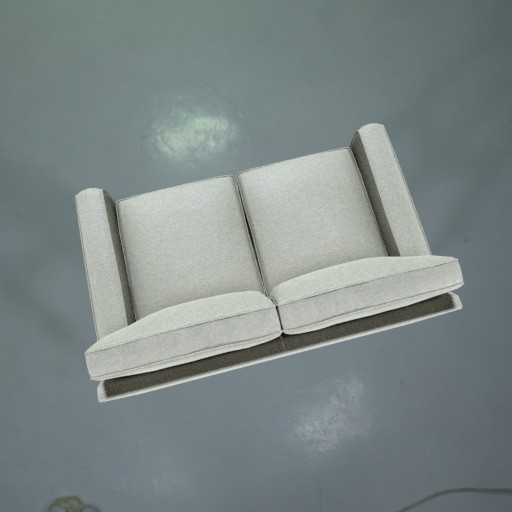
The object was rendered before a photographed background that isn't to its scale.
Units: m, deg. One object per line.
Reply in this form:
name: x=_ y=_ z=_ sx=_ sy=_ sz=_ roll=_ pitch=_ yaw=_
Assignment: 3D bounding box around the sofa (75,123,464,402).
sofa: x=0.000 y=0.000 z=2.069 sx=1.484 sy=0.853 sz=0.940 roll=-14 pitch=76 yaw=-3
